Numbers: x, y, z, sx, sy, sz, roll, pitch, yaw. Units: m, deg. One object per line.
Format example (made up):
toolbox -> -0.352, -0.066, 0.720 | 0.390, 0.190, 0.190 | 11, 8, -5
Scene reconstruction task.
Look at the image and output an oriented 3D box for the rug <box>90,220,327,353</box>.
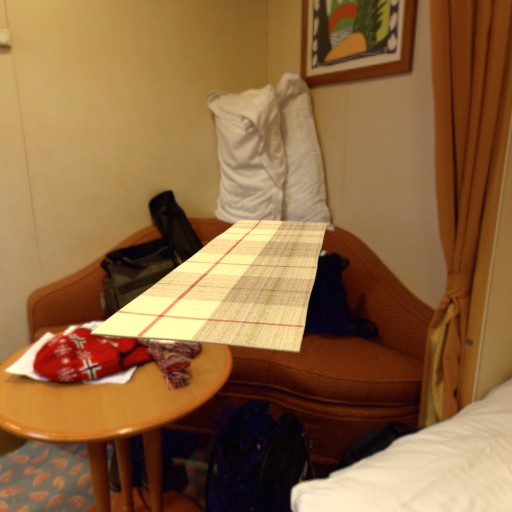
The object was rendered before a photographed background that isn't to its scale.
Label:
rug -> 0.000, 0.000, 2.704 | 0.762, 0.013, 2.439 | 3, 15, 11
